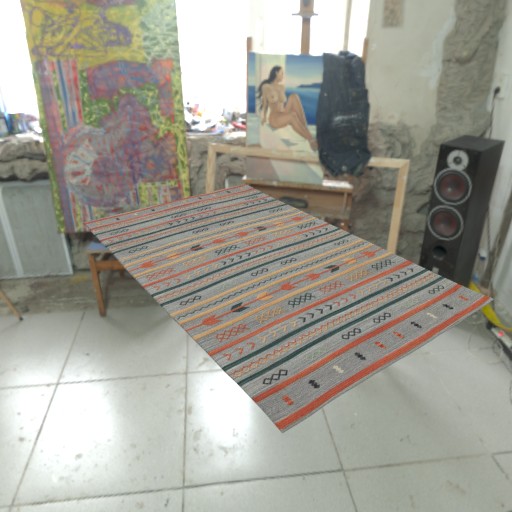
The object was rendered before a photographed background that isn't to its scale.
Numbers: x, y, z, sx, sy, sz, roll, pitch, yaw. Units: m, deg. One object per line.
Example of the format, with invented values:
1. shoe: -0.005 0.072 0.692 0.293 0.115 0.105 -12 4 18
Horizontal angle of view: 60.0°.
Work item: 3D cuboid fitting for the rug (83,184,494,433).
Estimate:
1. rug: 0.000 0.000 2.959 1.537 0.029 2.439 -19 34 -31
